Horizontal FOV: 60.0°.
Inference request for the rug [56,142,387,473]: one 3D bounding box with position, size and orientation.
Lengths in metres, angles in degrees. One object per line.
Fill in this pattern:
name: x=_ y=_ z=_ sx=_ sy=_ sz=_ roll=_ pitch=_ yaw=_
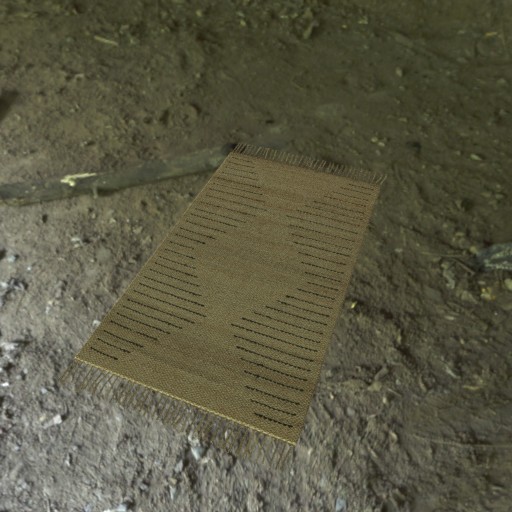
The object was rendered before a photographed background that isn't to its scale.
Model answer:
rug: x=0.000 y=0.000 z=2.048 sx=0.905 sy=0.017 sz=1.718 roll=16 pitch=49 yaw=15
